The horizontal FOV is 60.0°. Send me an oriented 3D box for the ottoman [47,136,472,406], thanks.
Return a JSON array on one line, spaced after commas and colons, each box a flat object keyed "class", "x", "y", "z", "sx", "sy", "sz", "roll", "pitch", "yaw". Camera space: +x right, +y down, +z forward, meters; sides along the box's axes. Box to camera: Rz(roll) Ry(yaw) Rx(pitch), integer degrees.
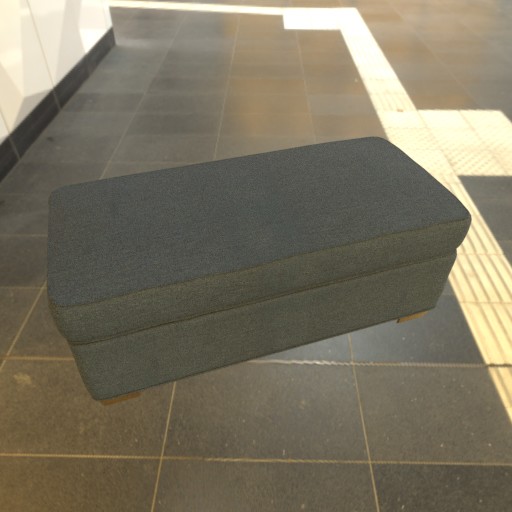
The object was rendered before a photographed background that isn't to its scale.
[{"class": "ottoman", "x": 0.000, "y": 0.000, "z": 1.368, "sx": 1.110, "sy": 0.460, "sz": 0.515, "roll": -12, "pitch": 43, "yaw": -14}]
